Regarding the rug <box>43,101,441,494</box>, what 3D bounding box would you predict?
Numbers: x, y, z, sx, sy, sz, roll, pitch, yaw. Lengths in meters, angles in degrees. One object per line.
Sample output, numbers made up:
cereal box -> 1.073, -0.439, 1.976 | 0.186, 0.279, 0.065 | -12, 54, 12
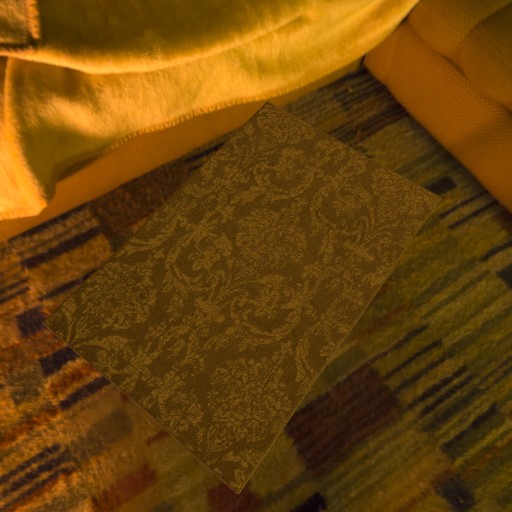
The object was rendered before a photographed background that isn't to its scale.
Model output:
rug -> 0.000, 0.000, 2.300 | 1.206, 0.012, 1.824 | 34, 68, 16
